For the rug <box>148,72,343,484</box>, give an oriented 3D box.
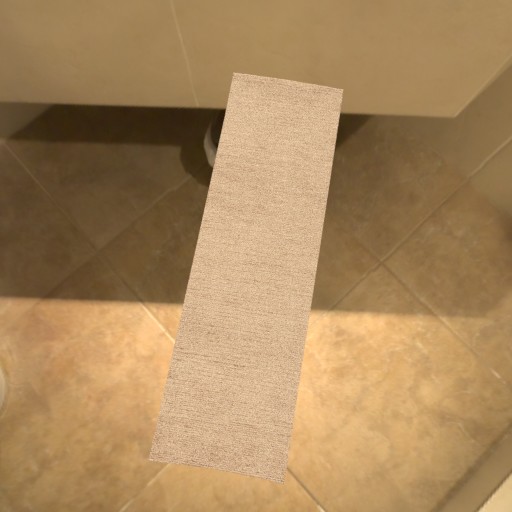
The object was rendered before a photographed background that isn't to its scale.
[{"bbox_3d":[0.000,0.000,2.552,0.712,0.013,2.346,10,76,2],"label":"rug"}]
